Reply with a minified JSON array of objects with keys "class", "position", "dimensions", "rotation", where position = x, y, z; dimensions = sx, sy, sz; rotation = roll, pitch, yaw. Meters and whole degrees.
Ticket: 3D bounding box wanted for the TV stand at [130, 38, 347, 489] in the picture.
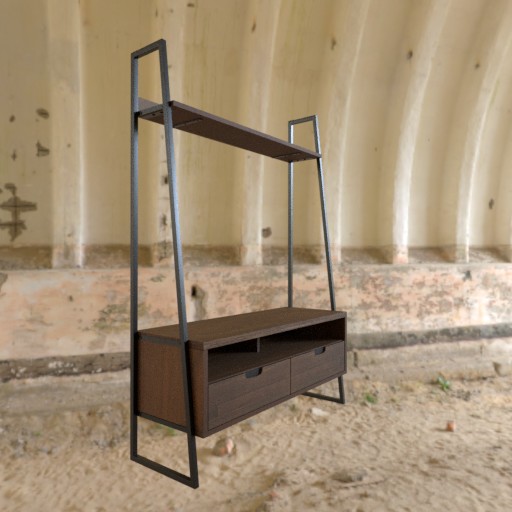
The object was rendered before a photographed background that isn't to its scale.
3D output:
[{"class":"TV stand","position":[0.000,0.000,2.293],"dimensions":[0.432,1.772,1.250],"rotation":[0,0,38]}]
